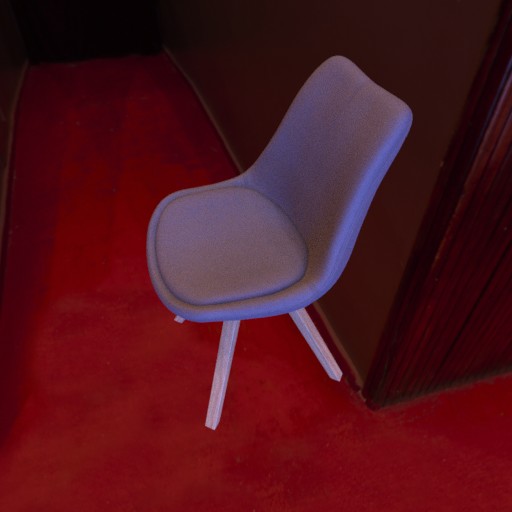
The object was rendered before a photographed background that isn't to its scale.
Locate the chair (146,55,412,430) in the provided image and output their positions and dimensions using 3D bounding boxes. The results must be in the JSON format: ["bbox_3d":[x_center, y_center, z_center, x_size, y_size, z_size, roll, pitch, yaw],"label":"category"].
[{"bbox_3d":[0.000,0.000,1.160,0.547,0.865,0.483,-15,47,-14],"label":"chair"}]
